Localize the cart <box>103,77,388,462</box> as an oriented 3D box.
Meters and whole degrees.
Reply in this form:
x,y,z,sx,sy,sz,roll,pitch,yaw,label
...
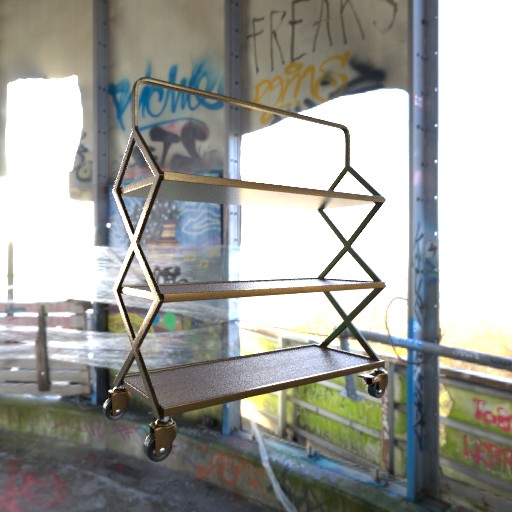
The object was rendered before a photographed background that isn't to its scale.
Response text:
x,y,z,sx,sy,sz,roll,pitch,yaw,label
0.000,0.000,1.181,0.723,0.805,0.313,0,0,-35,cart
